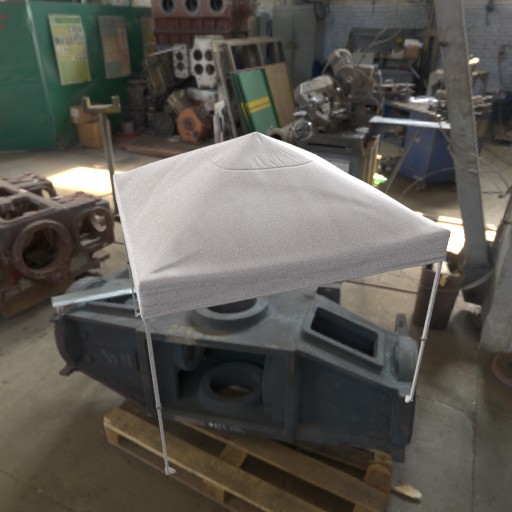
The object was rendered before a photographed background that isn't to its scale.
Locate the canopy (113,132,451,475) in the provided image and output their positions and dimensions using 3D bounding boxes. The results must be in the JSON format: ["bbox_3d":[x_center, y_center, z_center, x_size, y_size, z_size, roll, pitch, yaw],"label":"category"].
[{"bbox_3d":[0.000,0.000,5.430,2.998,2.997,2.996,-9,29,-17],"label":"canopy"}]
